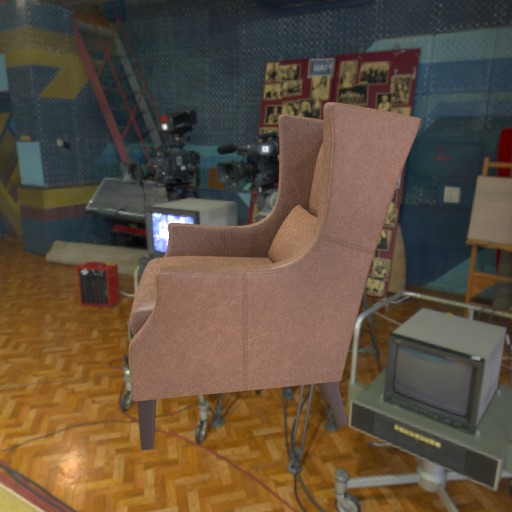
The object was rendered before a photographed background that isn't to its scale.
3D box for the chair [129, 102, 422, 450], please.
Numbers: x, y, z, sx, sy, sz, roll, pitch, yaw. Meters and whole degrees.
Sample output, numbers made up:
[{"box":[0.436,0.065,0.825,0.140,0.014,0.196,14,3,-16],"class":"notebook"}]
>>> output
[{"box":[0.000,0.000,1.727,0.913,1.088,0.815,-2,15,-8],"class":"chair"}]
